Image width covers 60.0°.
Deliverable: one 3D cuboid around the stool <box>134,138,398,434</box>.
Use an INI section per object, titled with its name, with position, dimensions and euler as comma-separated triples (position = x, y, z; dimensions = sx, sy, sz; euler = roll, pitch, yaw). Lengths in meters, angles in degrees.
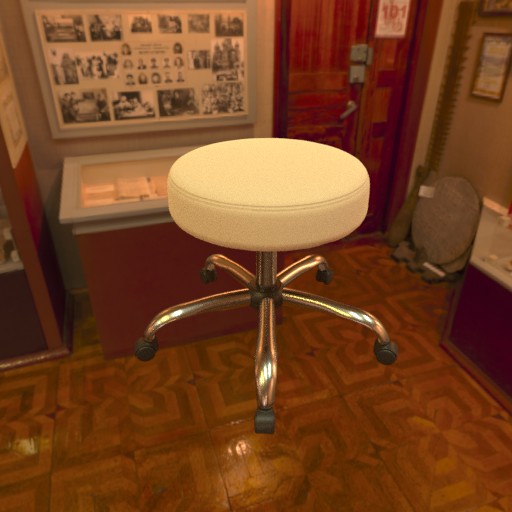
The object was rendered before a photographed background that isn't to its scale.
[stool]
position = 0.000, 0.000, 1.044
dimensions = 0.614, 0.482, 0.634
euler = -8, 31, -14
